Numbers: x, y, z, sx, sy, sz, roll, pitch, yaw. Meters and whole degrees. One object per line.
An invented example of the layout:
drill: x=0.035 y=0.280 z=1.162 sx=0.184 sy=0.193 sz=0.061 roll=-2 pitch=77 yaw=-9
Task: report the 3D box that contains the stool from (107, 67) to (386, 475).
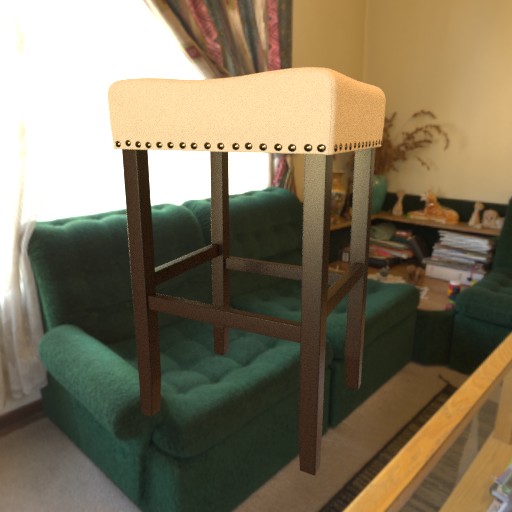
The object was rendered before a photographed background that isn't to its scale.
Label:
stool: x=0.000 y=0.000 z=1.038 sx=0.471 sy=0.762 sz=0.401 roll=8 pitch=18 yaw=26
